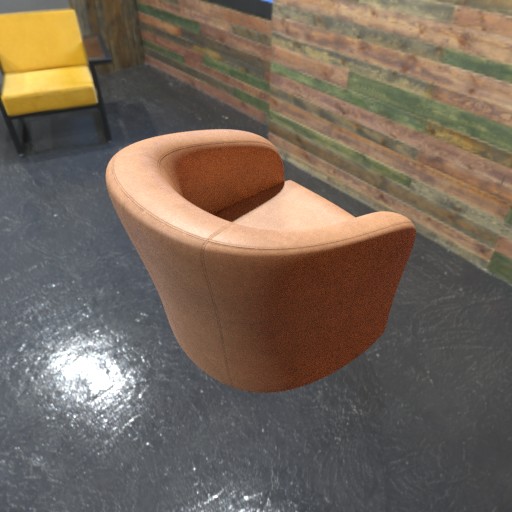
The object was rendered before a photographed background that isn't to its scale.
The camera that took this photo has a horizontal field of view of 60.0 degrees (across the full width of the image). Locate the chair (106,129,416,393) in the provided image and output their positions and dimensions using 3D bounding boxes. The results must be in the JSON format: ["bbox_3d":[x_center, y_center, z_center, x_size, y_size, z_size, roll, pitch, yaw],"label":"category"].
[{"bbox_3d":[0.000,0.000,1.493,0.815,0.771,0.791,-27,47,-28],"label":"chair"}]
